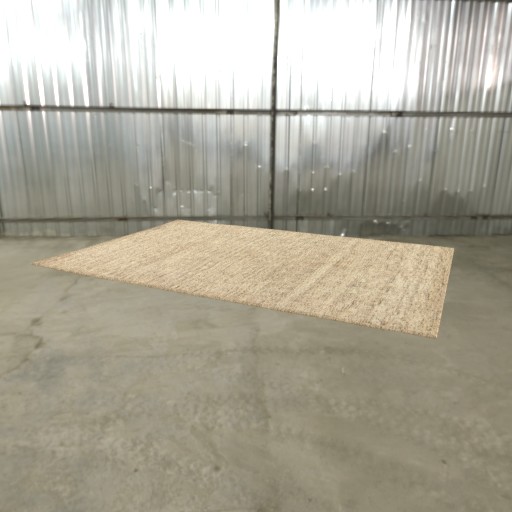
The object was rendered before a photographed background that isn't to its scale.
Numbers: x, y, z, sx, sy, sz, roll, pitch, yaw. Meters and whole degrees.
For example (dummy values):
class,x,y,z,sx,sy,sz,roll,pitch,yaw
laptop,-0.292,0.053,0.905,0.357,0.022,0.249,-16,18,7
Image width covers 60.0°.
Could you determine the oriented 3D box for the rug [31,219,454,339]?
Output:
class,x,y,z,sx,sy,sz,roll,pitch,yaw
rug,0.000,0.000,2.277,1.822,0.018,1.211,7,17,25
